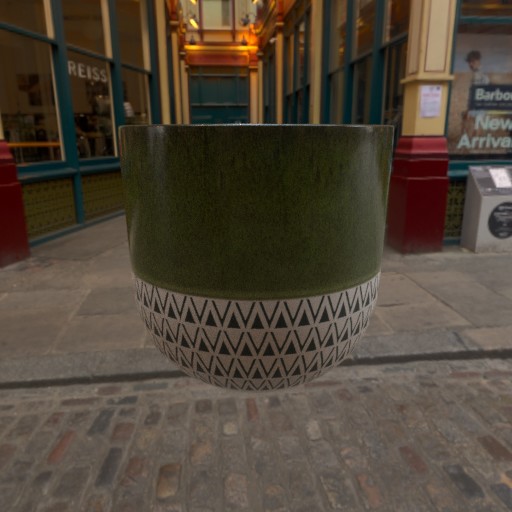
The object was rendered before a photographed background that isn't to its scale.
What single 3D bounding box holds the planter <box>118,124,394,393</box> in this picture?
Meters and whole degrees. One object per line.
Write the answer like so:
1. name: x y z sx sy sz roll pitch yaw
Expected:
1. planter: 0.000 0.000 0.480 0.266 0.270 0.266 0 16 0
